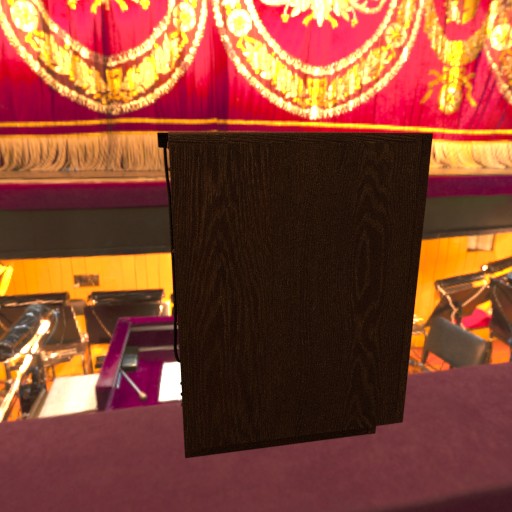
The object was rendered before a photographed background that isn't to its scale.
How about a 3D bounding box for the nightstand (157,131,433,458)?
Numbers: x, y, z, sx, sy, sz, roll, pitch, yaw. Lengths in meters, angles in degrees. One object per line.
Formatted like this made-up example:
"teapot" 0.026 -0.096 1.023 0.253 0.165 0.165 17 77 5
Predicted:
"nightstand" 0.000 0.000 1.135 0.457 0.612 0.775 -3 16 -10
